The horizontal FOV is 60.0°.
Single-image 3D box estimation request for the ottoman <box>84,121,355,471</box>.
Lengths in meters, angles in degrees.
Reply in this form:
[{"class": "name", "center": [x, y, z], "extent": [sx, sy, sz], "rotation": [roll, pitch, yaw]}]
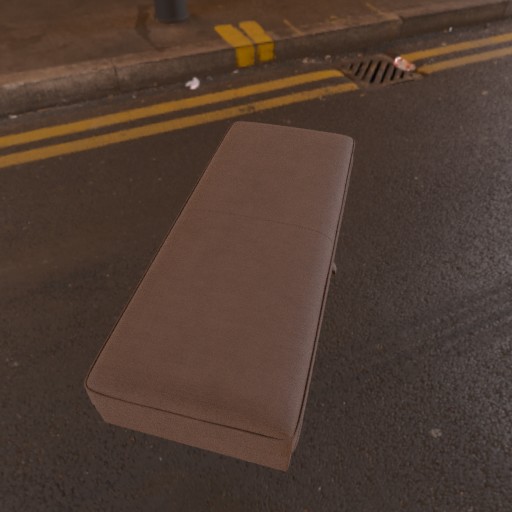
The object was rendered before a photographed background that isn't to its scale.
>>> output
[{"class": "ottoman", "center": [0.000, 0.000, 2.073], "extent": [0.751, 0.470, 1.764], "rotation": [11, 47, 10]}]
